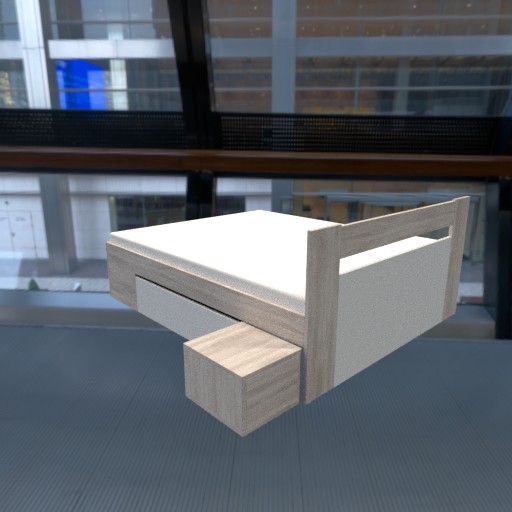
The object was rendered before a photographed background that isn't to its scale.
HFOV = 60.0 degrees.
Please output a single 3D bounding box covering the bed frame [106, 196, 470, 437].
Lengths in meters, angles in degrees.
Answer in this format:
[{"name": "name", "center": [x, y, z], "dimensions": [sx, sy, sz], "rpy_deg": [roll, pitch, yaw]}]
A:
[{"name": "bed frame", "center": [0.000, 0.000, 3.150], "dimensions": [2.040, 0.860, 2.050], "rpy_deg": [-14, 20, -41]}]
